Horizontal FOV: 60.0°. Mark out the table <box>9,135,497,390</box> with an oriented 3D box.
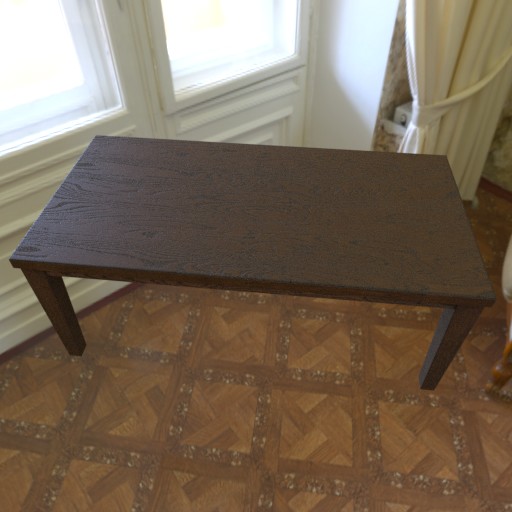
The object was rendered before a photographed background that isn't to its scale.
[{"bbox_3d":[0.000,0.000,2.408,1.981,0.762,1.016,4,45,4],"label":"table"}]
